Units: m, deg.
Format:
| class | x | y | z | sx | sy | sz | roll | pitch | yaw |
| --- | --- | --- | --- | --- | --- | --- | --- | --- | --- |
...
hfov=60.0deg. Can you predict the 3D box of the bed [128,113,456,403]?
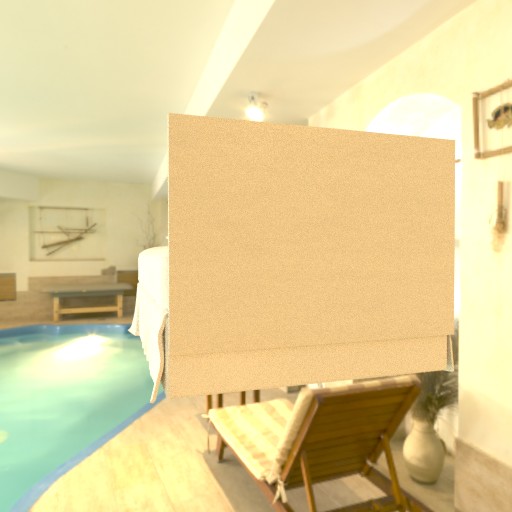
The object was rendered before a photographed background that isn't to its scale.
| class | x | y | z | sx | sy | sz | roll | pitch | yaw |
| --- | --- | --- | --- | --- | --- | --- | --- | --- | --- |
| bed | 0.000 | 0.000 | 3.241 | 1.745 | 1.335 | 2.094 | 0 | 1 | -18 |
